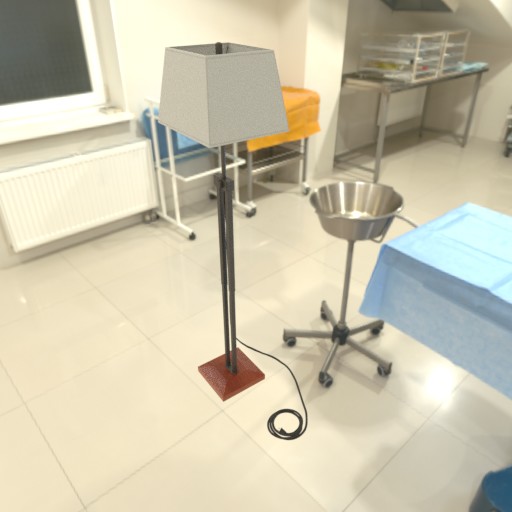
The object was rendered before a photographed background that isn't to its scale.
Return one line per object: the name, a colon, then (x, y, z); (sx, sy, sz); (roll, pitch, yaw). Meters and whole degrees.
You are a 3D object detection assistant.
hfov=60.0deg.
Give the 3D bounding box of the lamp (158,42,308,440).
lamp: (0.000, 0.000, 1.983); (0.472, 1.712, 0.745); (-20, 37, -30)
